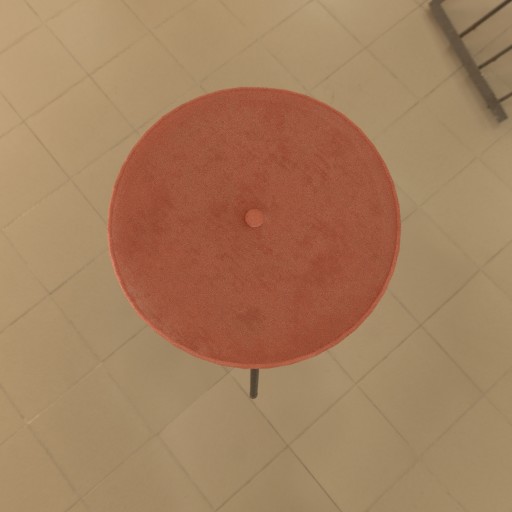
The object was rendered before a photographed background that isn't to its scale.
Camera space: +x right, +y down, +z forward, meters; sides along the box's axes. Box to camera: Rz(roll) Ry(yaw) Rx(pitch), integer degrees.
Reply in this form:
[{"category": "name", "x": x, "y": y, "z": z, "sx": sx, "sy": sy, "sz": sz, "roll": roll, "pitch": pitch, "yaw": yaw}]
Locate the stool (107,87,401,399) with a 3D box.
[{"category": "stool", "x": 0.000, "y": 0.000, "z": 0.888, "sx": 0.421, "sy": 0.593, "sz": 0.457, "roll": -40, "pitch": 81, "yaw": -8}]
